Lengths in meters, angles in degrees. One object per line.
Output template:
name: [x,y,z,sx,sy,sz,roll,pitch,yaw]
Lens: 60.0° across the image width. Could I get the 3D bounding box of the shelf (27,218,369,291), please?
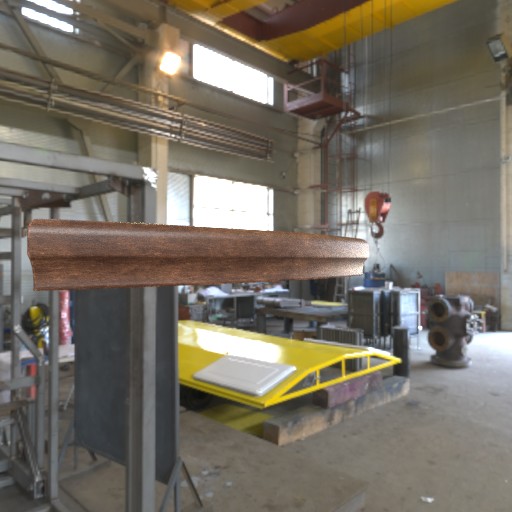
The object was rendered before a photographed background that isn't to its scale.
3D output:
shelf: [0.000,0.000,0.450,0.310,0.050,0.310,0,0,0]
